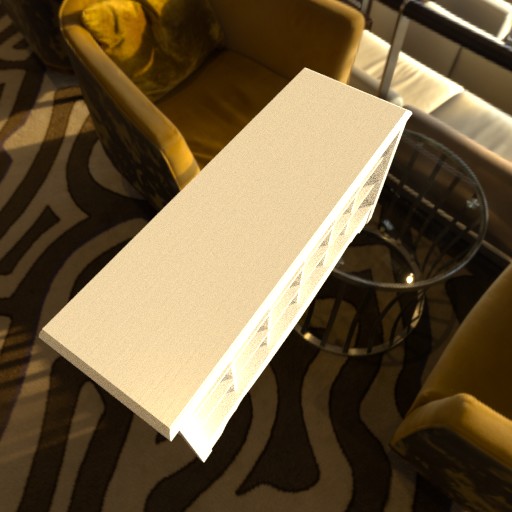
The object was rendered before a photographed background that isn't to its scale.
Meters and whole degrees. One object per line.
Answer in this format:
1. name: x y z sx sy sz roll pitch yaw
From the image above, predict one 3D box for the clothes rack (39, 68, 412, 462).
1. clothes rack: 0.000 0.000 1.470 0.405 0.558 1.218 30 63 17
